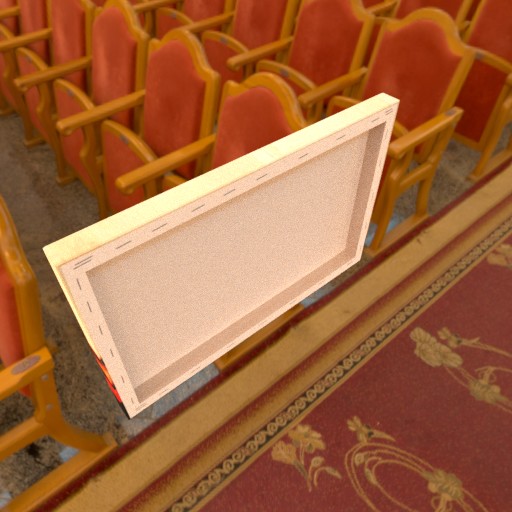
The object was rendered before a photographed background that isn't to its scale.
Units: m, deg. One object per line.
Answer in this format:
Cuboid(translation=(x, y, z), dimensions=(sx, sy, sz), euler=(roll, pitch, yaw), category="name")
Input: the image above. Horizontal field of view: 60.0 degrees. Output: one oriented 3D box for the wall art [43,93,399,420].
Cuboid(translation=(0.000, 0.000, 0.784), dimensions=(0.613, 0.402, 0.040), euler=(-31, 53, -26), category="wall art")
